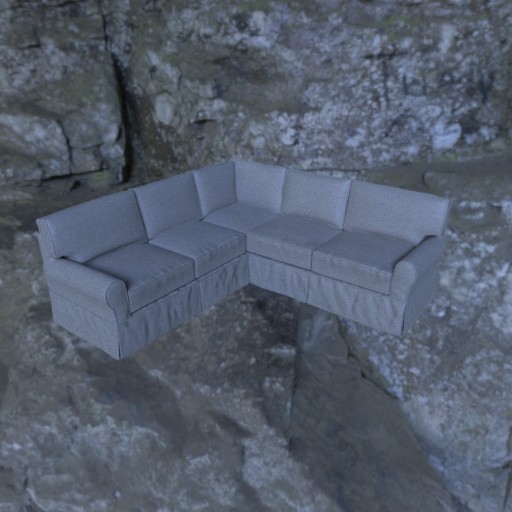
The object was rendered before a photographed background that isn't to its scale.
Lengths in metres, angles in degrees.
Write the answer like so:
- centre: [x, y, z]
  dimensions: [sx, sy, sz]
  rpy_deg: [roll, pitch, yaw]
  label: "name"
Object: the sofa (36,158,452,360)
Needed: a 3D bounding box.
- centre: [0.000, 0.000, 3.960]
  dimensions: [2.623, 1.081, 2.618]
  rpy_deg: [17, 30, 33]
  label: "sofa"
